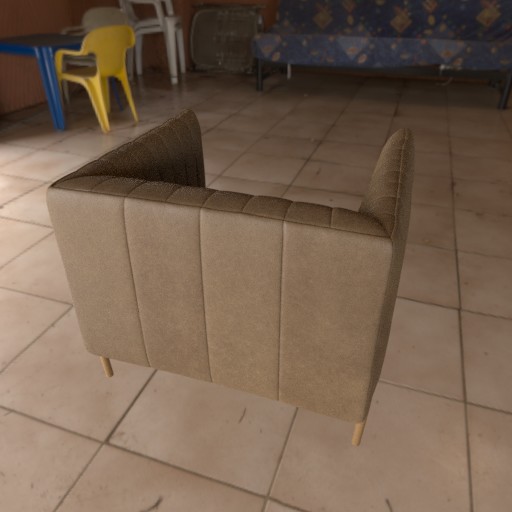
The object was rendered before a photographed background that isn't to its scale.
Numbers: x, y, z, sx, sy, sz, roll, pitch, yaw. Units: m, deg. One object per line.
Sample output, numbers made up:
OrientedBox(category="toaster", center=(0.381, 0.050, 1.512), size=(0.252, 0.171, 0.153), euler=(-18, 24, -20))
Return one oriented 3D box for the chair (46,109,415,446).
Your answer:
OrientedBox(category="chair", center=(0.000, 0.000, 1.576), size=(0.981, 0.779, 0.876), euler=(10, 34, 15))
